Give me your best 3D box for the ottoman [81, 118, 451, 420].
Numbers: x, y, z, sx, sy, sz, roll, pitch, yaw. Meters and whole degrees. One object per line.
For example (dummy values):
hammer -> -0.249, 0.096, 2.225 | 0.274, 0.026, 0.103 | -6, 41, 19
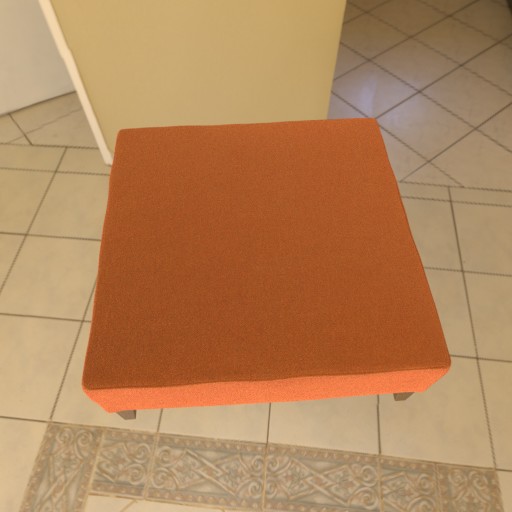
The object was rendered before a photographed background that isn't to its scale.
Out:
ottoman -> 0.000, 0.000, 1.553 | 0.999, 0.438, 0.997 | -3, 58, -2
